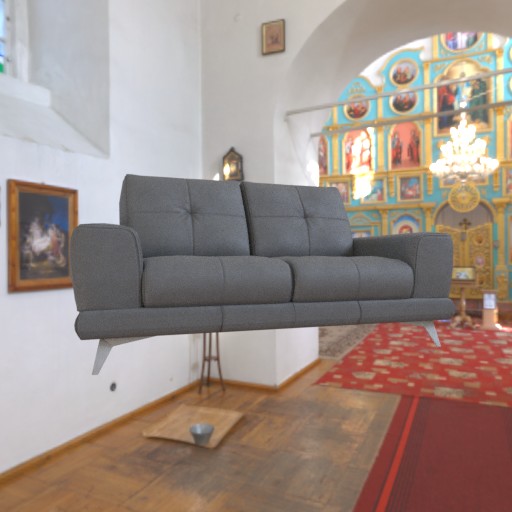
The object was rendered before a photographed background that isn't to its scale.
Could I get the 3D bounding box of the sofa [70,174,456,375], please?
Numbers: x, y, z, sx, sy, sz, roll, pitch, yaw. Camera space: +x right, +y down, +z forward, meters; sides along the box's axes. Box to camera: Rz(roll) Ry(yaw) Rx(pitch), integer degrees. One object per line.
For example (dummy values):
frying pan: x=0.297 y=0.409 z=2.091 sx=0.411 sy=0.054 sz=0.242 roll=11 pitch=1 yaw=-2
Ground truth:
sofa: x=0.000 y=0.000 z=2.373 sx=1.806 sy=0.907 sz=1.018 roll=0 pitch=-1 yaw=-20
